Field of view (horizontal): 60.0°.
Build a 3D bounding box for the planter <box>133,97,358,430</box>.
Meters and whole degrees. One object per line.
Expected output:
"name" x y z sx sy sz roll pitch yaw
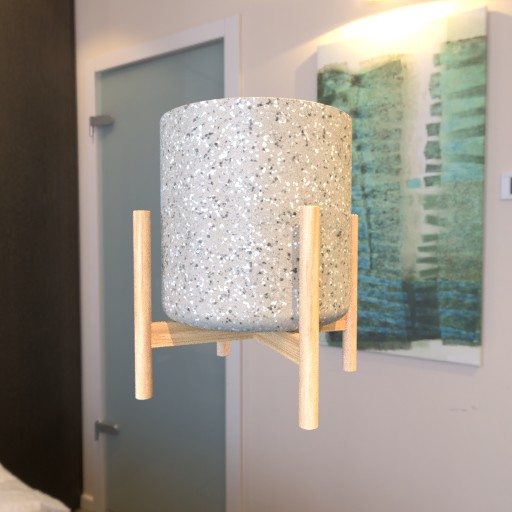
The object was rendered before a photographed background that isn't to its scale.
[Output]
"planter" 0.000 0.000 0.725 0.360 0.419 0.360 0 3 1
